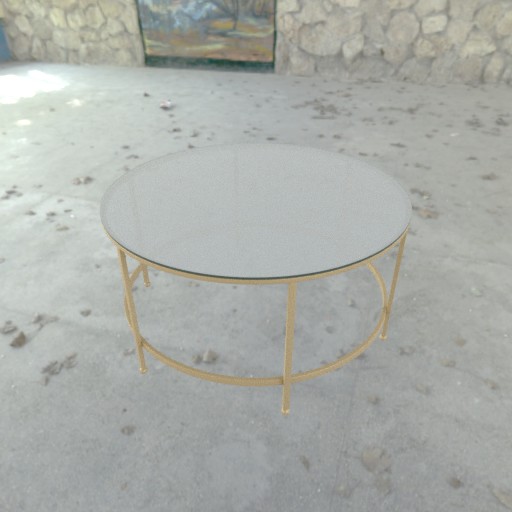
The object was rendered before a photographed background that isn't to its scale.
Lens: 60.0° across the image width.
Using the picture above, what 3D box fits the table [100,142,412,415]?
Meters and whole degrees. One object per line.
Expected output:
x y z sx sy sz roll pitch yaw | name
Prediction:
0.000 0.000 1.471 0.914 0.470 0.914 0 32 0 | table
